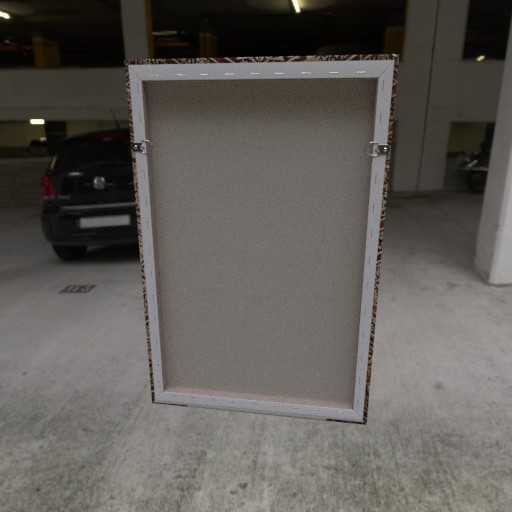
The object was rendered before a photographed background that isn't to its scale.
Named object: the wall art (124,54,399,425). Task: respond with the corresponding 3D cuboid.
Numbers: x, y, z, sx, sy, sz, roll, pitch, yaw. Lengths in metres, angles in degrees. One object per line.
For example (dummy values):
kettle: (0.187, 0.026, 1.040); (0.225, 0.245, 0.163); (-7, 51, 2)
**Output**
wall art: (0.000, 0.000, 1.100); (0.599, 0.904, 0.030); (3, 17, 9)
